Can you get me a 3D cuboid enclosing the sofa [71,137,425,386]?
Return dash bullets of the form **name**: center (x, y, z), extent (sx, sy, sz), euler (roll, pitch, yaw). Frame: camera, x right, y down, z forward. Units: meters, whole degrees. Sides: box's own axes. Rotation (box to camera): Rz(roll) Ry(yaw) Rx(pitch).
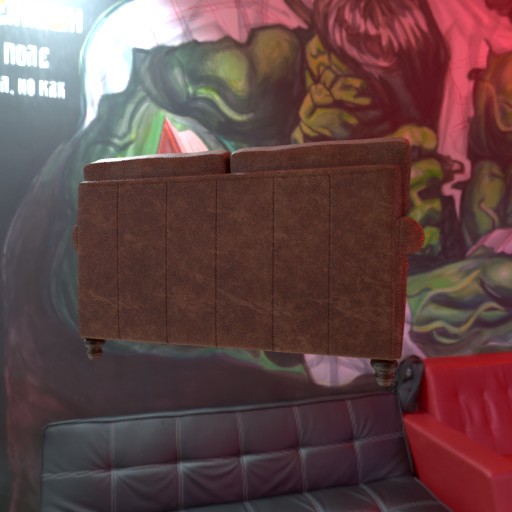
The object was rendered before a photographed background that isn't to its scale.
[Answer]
- **sofa**: center (0.000, 0.000, 2.291), extent (1.616, 0.967, 0.990), euler (0, 1, 18)
